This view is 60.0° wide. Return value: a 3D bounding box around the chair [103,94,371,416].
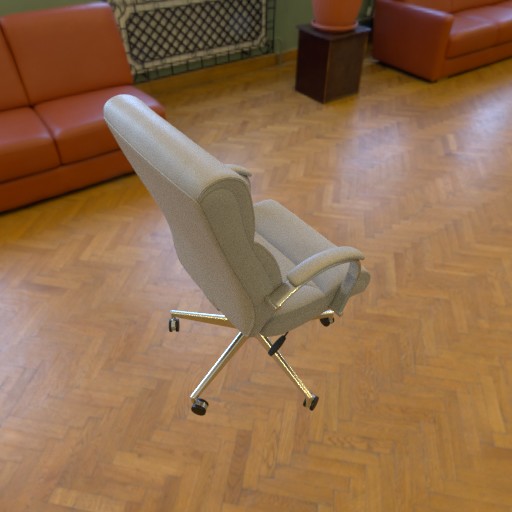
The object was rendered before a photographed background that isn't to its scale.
[{"bbox_3d":[0.000,0.000,1.561,0.745,1.099,0.727,-26,48,-26],"label":"chair"}]
